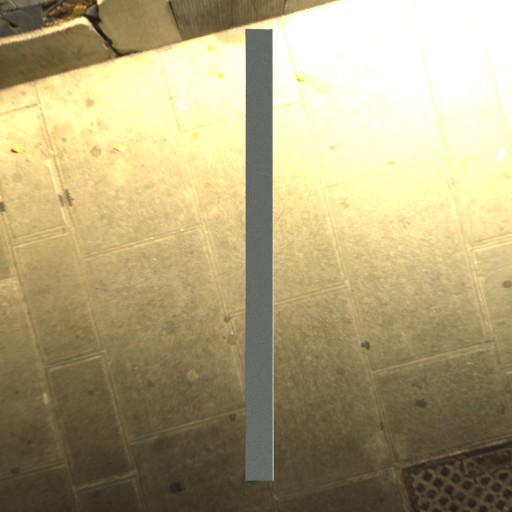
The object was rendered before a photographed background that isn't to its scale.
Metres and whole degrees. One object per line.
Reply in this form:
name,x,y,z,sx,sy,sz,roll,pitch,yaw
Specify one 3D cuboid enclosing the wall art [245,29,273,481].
wall art,0.000,0.000,0.903,0.038,0.610,0.610,0,89,-1
